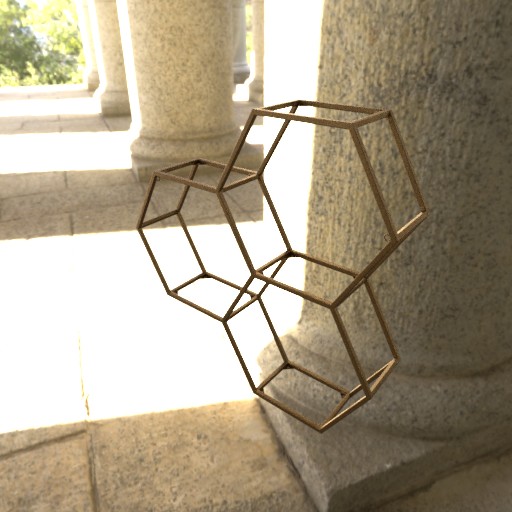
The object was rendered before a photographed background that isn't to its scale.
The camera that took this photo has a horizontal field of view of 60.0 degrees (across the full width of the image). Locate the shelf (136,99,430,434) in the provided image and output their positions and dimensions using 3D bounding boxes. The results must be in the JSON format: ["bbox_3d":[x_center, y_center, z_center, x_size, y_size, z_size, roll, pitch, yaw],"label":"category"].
[{"bbox_3d":[0.000,0.000,1.049,0.708,0.701,0.150,21,34,33],"label":"shelf"}]
